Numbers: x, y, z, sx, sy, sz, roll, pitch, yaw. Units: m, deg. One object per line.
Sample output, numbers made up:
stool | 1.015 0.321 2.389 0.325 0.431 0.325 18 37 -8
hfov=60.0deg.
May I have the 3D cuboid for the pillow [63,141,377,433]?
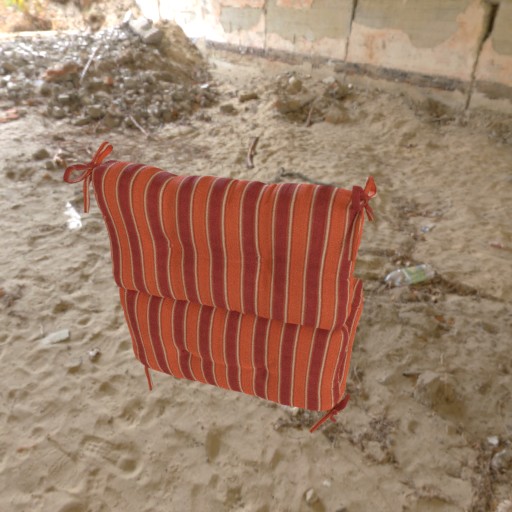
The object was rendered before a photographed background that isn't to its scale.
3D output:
pillow | 0.000 0.000 1.021 0.519 0.605 0.571 10 32 15
